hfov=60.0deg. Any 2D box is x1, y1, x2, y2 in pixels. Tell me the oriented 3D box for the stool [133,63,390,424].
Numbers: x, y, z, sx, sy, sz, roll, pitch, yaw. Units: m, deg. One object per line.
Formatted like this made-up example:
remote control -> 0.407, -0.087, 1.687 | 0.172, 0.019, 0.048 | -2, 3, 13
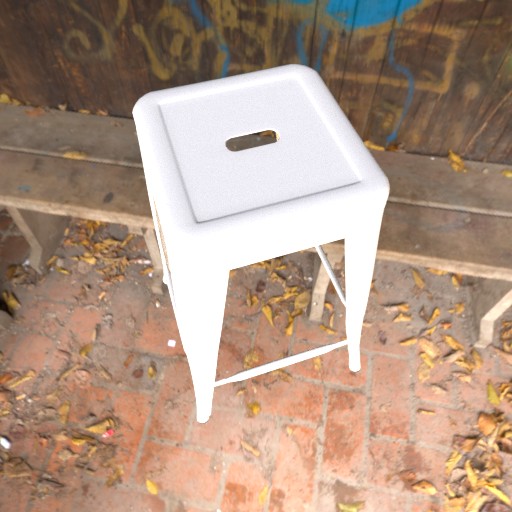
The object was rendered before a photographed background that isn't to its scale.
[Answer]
stool -> 0.000, 0.000, 0.882 | 0.406, 0.610, 0.406 | -15, 58, -10
